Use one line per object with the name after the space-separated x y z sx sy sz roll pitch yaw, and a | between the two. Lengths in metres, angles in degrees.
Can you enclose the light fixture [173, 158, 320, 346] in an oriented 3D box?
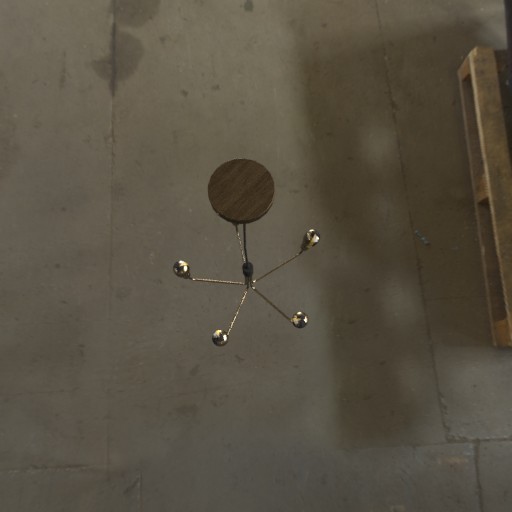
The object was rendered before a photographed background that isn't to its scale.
0.000 0.000 1.395 0.532 1.059 0.588 40 79 9 | light fixture
